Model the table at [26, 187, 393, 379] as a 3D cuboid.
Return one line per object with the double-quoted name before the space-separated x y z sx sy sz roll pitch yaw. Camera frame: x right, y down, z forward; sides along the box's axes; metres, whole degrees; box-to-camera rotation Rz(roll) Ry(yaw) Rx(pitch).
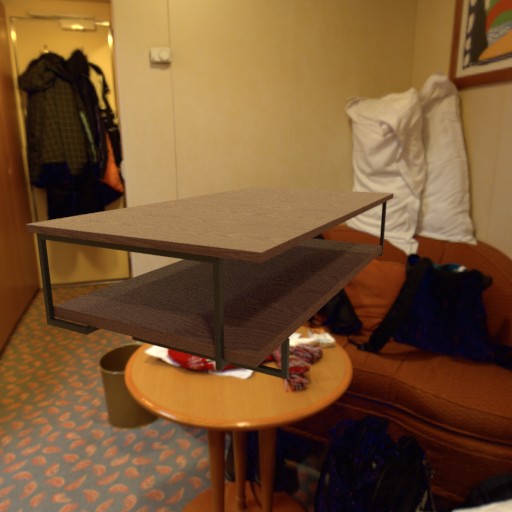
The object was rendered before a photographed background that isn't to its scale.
"table" 0.000 0.000 1.498 0.651 0.347 1.197 7 15 27
